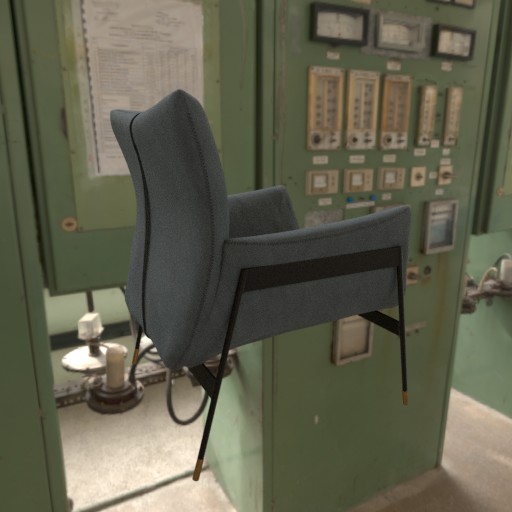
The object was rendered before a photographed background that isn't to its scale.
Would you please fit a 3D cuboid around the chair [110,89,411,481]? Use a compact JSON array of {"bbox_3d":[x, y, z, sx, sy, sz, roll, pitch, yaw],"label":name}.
[{"bbox_3d":[0.000,0.000,1.339,0.709,0.858,0.678,-7,16,-27],"label":"chair"}]
